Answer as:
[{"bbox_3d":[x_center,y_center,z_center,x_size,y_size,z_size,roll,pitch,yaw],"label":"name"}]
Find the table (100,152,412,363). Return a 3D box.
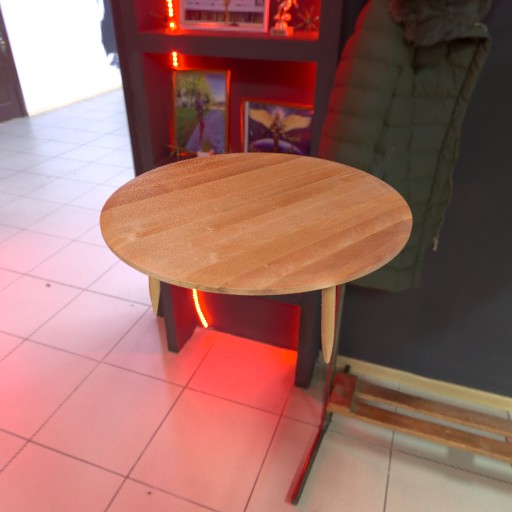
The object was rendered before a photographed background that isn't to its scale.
[{"bbox_3d":[0.000,0.000,1.432,0.900,0.400,0.900,0,32,0],"label":"table"}]
